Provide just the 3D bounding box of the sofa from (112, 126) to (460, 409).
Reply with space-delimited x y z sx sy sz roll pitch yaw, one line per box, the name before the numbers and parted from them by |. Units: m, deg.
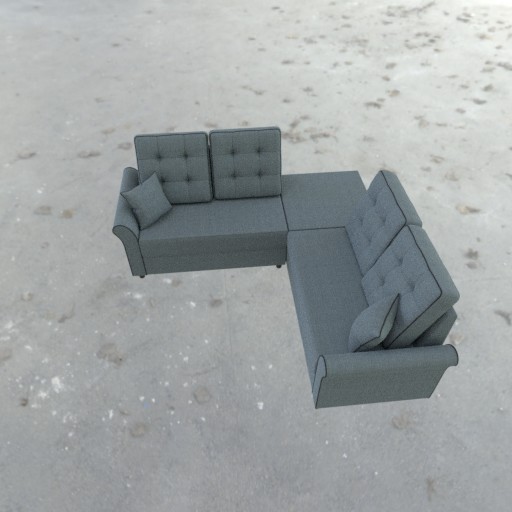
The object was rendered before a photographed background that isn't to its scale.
sofa | 0.000 0.000 3.187 2.068 0.988 2.070 -4 45 -4
